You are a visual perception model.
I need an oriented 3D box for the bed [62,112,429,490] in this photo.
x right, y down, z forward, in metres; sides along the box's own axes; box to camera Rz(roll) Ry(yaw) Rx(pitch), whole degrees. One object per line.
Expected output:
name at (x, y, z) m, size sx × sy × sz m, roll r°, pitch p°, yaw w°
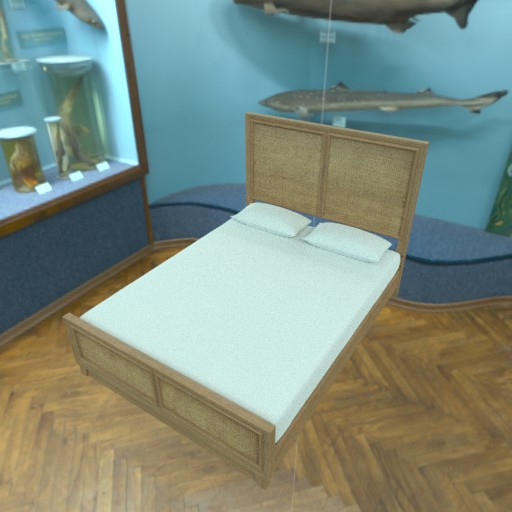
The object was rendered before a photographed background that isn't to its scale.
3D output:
bed at (0.000, 0.000, 3.216) m, size 1.606 × 1.387 × 2.184 m, roll 19°, pitch 36°, yaw 28°
